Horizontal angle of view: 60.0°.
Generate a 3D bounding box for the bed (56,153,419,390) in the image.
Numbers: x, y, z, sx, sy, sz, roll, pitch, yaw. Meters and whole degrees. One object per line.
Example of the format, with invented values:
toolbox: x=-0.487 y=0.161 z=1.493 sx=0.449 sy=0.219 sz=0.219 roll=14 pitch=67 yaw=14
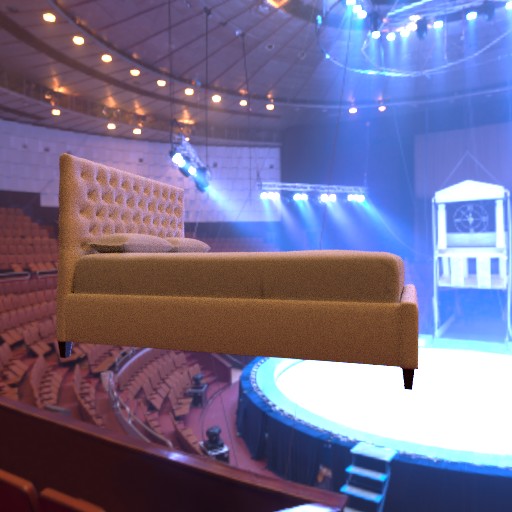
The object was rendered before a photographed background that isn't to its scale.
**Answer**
bed: x=0.000 y=0.000 z=3.488 sx=2.387 sy=1.427 sz=1.698 roll=0 pitch=0 yaw=19
